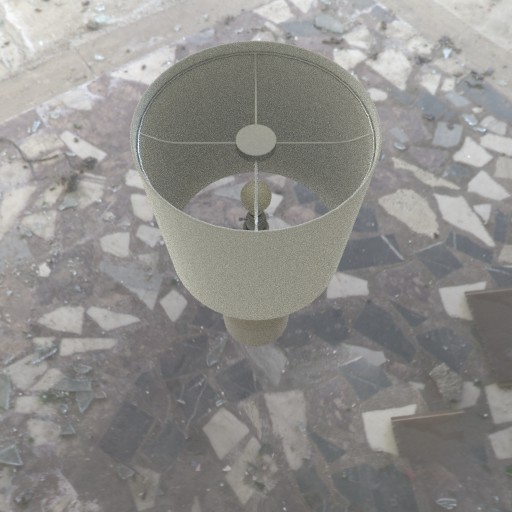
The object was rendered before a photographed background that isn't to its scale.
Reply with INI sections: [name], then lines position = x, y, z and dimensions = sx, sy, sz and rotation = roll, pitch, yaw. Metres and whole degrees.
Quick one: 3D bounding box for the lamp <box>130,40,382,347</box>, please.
[lamp]
position = 0.000, 0.000, 0.594
dimensions = 0.212, 0.493, 0.212
rotation = 0, 63, 0
